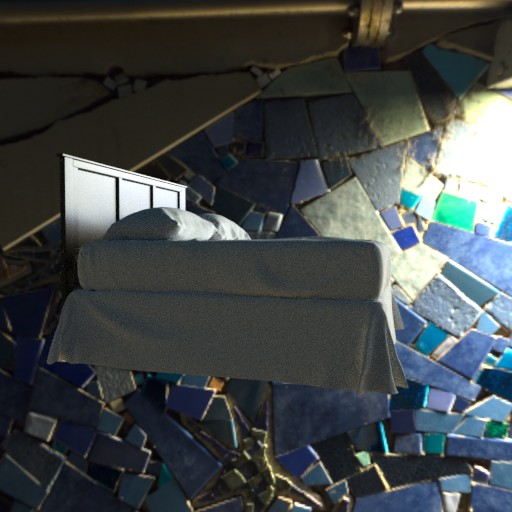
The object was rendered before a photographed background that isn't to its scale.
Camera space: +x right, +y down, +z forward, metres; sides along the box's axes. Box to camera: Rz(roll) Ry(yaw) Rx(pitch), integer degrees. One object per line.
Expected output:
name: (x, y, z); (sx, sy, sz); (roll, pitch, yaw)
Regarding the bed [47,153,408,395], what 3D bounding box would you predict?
bed: (0.000, 0.000, 3.182); (2.050, 1.270, 1.870); (1, 2, 18)
